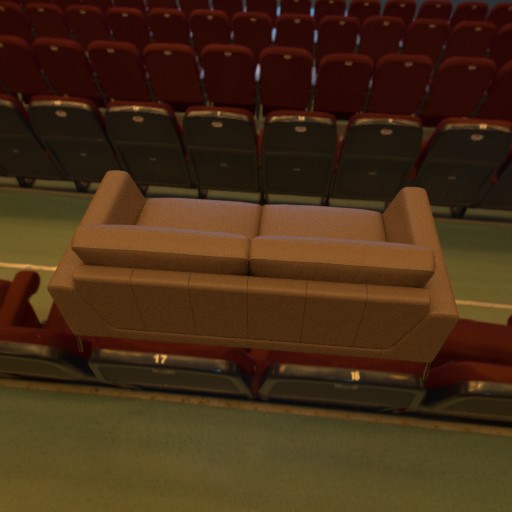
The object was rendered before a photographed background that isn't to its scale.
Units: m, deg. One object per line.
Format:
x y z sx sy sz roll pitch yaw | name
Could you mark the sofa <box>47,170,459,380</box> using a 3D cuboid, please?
0.000 0.000 2.559 2.017 0.875 0.953 4 48 3 | sofa
